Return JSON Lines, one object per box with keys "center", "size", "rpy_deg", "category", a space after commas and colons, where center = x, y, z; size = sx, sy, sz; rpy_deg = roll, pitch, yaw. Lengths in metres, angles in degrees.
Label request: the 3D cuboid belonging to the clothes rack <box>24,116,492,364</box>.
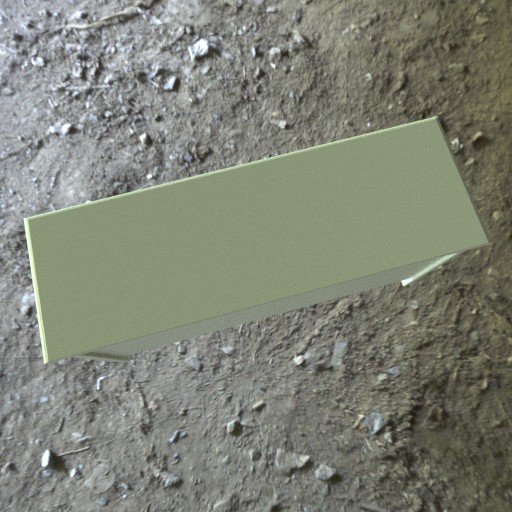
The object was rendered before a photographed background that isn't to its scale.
{"center": [0.000, 0.000, 1.467], "size": [1.218, 0.558, 0.405], "rpy_deg": [-15, 75, -4], "category": "clothes rack"}
